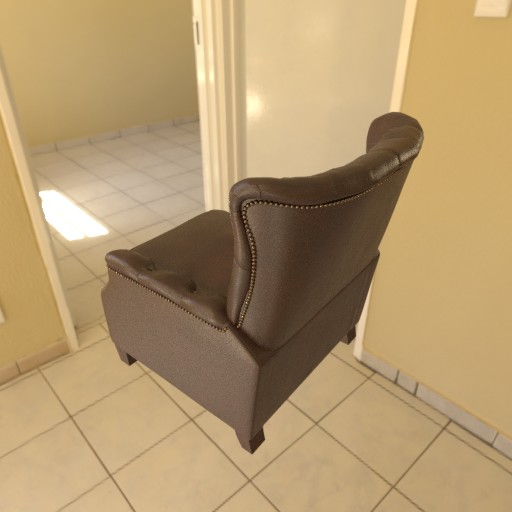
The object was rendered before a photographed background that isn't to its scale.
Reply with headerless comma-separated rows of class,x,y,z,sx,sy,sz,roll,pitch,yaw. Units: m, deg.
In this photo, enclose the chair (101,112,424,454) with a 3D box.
chair,0.000,0.000,1.423,0.823,0.864,0.709,22,38,32
